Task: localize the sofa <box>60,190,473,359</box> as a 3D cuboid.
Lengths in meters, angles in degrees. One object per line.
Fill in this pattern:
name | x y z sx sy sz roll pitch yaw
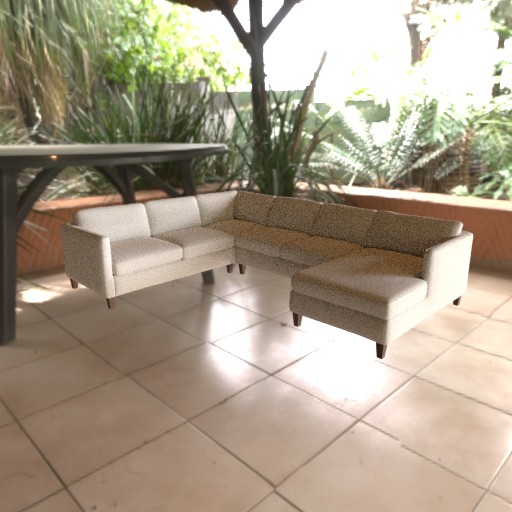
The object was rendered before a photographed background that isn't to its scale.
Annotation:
sofa | 0.000 0.000 4.388 3.238 0.853 2.551 15 22 42
